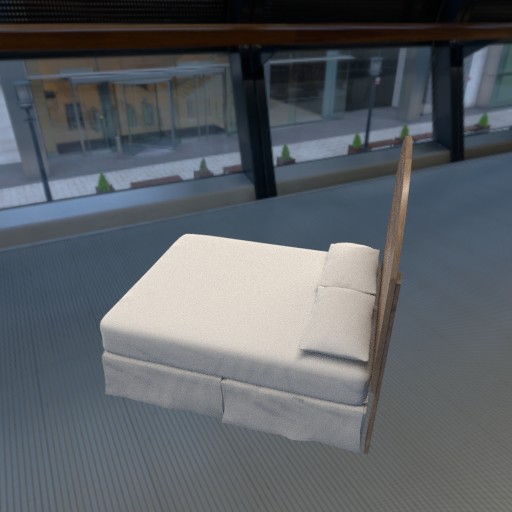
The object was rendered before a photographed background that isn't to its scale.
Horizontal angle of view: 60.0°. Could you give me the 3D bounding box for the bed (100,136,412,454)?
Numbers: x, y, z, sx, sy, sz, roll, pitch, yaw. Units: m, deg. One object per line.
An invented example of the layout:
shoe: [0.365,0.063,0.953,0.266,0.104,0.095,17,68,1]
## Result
bed: [0.000,0.000,3.540,2.112,2.002,1.713,8,31,14]
